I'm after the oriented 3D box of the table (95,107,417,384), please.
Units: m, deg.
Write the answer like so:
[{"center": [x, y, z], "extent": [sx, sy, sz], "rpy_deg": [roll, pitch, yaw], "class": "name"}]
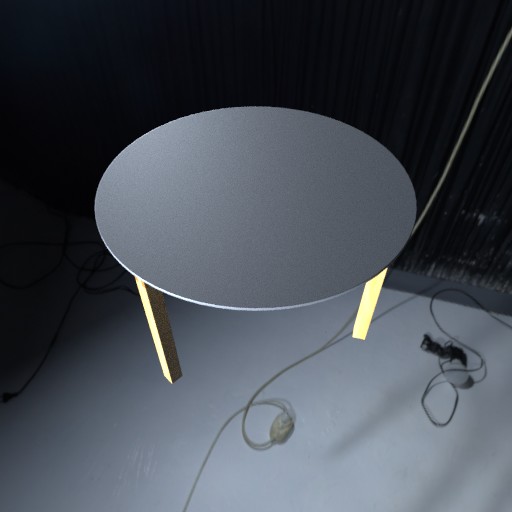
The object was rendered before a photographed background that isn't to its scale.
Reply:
[{"center": [0.000, 0.000, 0.997], "extent": [0.600, 0.405, 0.600], "rpy_deg": [0, 46, 0], "class": "table"}]
